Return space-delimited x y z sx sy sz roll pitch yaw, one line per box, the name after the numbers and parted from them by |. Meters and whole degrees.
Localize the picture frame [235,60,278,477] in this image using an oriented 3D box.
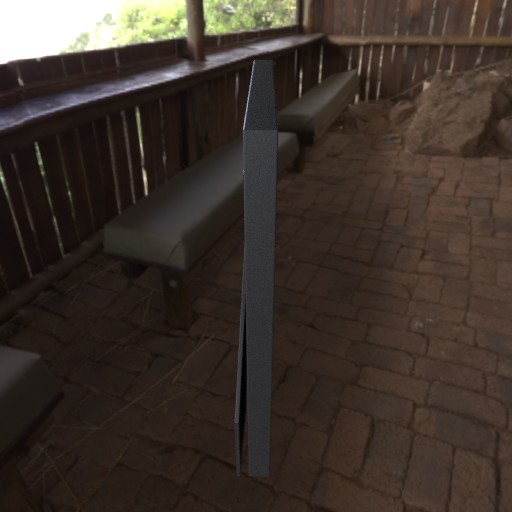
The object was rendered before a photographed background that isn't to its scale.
0.000 0.000 0.520 0.036 0.383 0.307 1 32 1 | picture frame
